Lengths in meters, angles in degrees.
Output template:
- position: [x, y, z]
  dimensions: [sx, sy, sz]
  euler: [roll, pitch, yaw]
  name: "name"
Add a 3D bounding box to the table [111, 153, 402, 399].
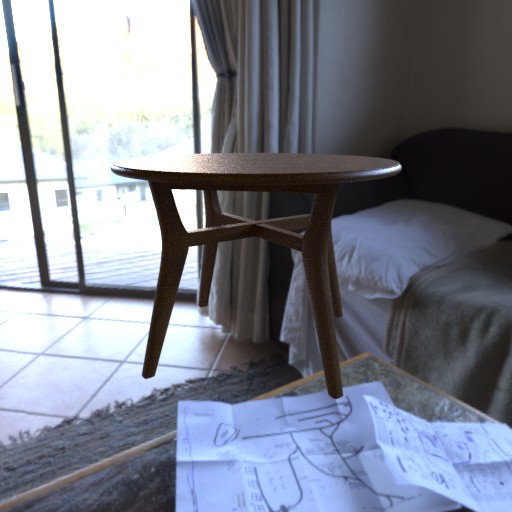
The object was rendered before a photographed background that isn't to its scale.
- position: [0.000, 0.000, 1.785]
  dimensions: [1.055, 0.757, 1.055]
  euler: [0, 16, 0]
  name: "table"
